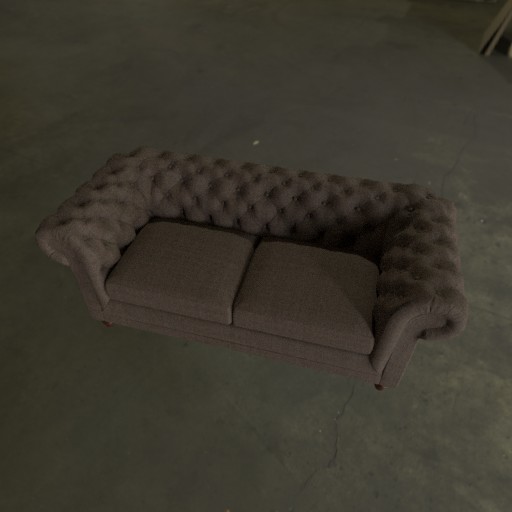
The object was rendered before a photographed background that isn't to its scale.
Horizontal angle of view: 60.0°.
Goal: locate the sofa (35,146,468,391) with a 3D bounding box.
[{"bbox_3d":[0.000,0.000,2.505,2.048,0.780,0.944,10,43,11],"label":"sofa"}]
